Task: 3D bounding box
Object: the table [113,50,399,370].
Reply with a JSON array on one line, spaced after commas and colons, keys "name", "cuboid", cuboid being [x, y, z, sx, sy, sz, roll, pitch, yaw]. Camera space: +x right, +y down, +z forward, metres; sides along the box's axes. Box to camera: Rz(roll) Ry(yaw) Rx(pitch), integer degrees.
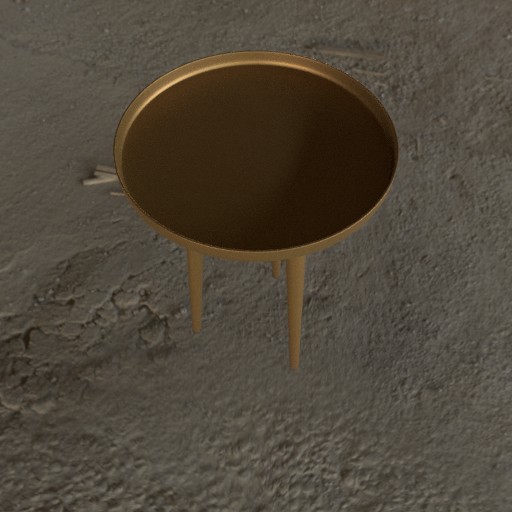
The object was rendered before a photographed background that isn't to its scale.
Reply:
[{"name": "table", "cuboid": [0.000, 0.000, 0.671, 0.299, 0.480, 0.299, 16, 59, 10]}]
